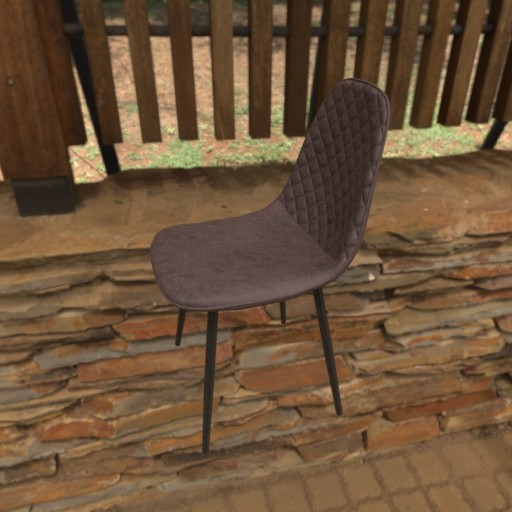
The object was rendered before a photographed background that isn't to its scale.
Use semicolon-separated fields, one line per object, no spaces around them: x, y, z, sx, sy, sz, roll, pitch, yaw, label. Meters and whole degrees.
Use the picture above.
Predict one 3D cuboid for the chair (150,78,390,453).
0.000;0.000;1.222;0.561;0.889;0.472;-9;31;-16;chair
